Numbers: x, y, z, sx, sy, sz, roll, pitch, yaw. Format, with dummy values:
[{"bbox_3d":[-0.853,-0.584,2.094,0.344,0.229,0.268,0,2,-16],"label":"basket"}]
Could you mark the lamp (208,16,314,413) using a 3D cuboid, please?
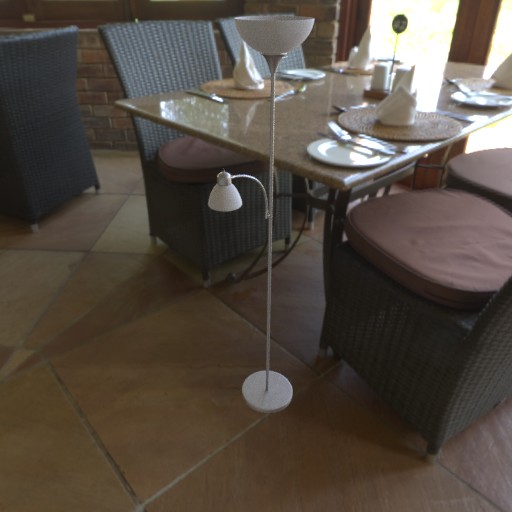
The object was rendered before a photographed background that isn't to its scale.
[{"bbox_3d":[0.000,0.000,1.911,0.425,1.804,0.279,-22,37,-32],"label":"lamp"}]
